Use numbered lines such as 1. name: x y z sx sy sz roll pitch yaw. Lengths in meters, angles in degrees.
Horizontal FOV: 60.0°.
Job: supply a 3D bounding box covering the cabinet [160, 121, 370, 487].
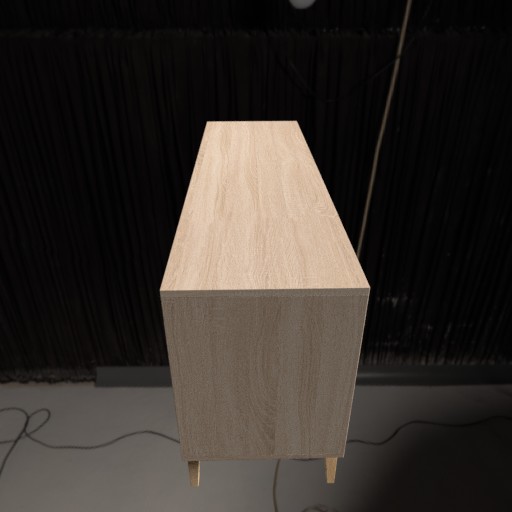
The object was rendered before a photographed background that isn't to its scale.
1. cabinet: 0.000 0.000 1.960 0.500 0.780 1.649 -1 30 -1
